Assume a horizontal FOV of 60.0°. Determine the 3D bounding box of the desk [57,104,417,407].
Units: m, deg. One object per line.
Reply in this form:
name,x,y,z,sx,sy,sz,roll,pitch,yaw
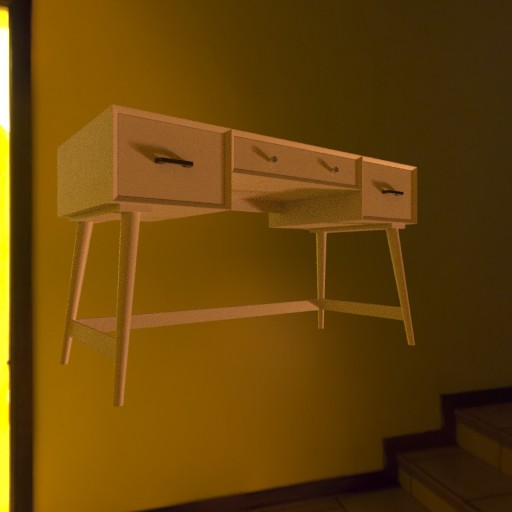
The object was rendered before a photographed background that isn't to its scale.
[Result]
desk,0.000,0.000,1.726,1.313,0.762,0.589,0,0,-37
